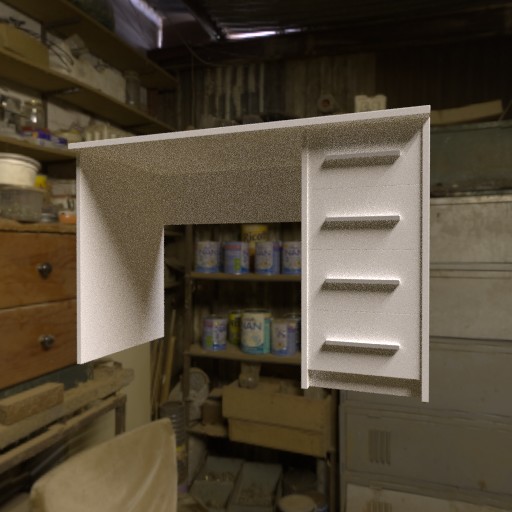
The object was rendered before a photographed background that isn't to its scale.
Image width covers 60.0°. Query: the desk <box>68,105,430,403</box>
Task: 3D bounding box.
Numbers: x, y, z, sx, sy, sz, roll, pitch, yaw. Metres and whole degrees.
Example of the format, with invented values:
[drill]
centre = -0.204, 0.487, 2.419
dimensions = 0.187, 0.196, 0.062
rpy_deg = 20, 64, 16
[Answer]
[desk]
centre = 0.000, 0.000, 1.515
dimensions = 1.096, 0.730, 0.560
rpy_deg = 0, 1, 20
